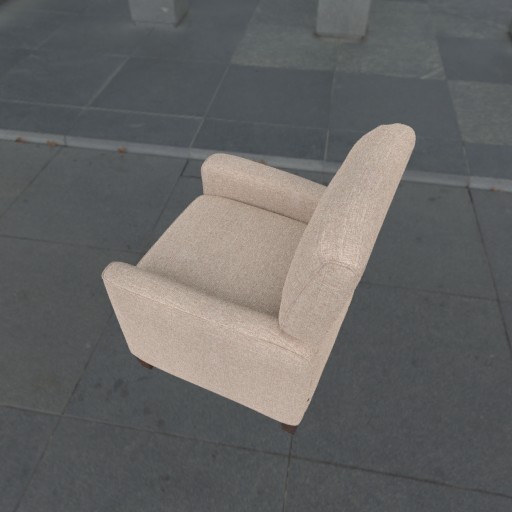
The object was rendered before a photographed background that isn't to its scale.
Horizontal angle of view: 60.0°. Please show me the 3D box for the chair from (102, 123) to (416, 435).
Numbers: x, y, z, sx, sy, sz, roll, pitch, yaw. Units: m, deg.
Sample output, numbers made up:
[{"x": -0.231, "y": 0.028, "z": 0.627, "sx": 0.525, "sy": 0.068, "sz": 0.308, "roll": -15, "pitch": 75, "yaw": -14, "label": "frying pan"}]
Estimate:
[{"x": 0.000, "y": 0.000, "z": 1.692, "sx": 0.858, "sy": 1.028, "sz": 0.841, "roll": 19, "pitch": 50, "yaw": 17, "label": "chair"}]
